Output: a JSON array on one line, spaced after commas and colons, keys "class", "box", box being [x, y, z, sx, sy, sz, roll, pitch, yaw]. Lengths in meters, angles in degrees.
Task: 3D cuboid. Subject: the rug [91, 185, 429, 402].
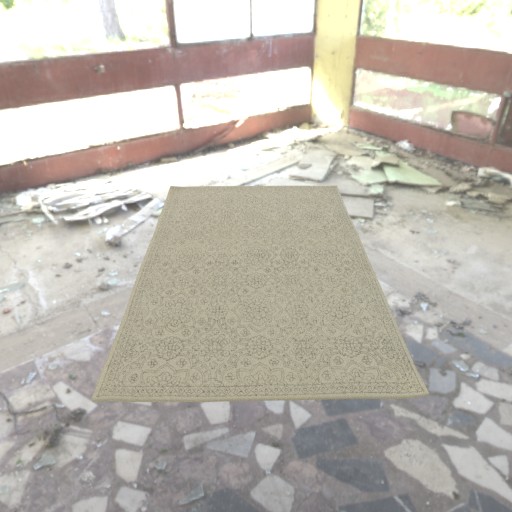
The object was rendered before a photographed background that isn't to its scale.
[{"class": "rug", "box": [0.000, 0.000, 2.406, 1.214, 0.023, 1.947, -1, 32, -1]}]
